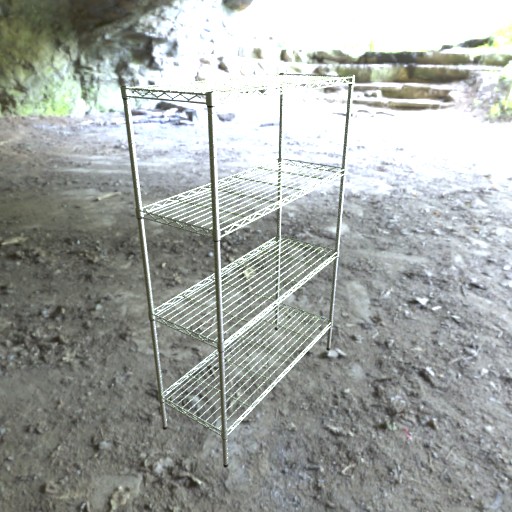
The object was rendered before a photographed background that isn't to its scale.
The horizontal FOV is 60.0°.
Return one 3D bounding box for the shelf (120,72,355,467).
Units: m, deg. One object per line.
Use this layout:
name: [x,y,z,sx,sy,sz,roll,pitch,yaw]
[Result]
shelf: [0.000,0.000,1.834,0.352,1.360,0.907,17,30,31]
